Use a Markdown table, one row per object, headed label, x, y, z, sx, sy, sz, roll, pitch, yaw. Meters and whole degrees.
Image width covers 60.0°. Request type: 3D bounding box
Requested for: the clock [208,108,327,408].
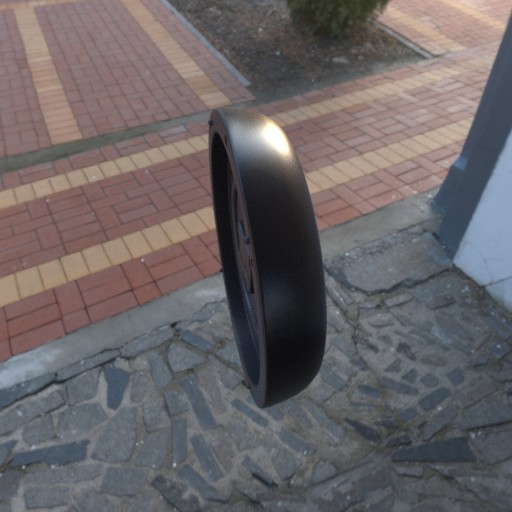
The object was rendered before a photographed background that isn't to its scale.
| label | x | y | z | sx | sy | sz | roll | pitch | yaw |
| --- | --- | --- | --- | --- | --- | --- | --- | --- | --- |
| clock | 0.000 | 0.000 | 0.466 | 0.060 | 0.300 | 0.300 | -9 | 45 | -9 |
